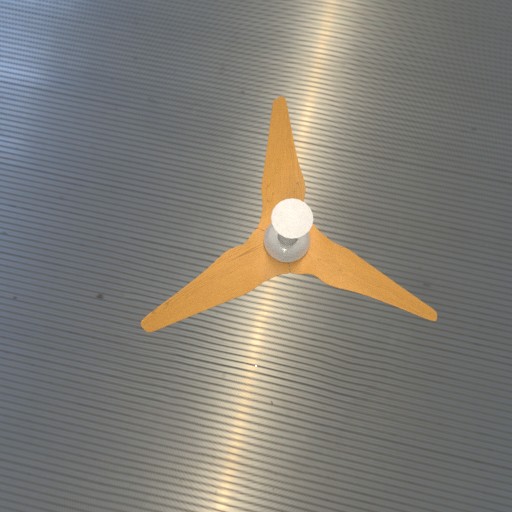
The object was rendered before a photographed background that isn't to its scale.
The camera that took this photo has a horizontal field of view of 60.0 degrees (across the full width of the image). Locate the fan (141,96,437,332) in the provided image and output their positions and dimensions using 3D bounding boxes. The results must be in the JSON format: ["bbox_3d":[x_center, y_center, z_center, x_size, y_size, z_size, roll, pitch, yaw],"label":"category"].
[{"bbox_3d":[0.000,0.000,1.662,1.010,0.355,1.142,-32,78,-8],"label":"fan"}]
